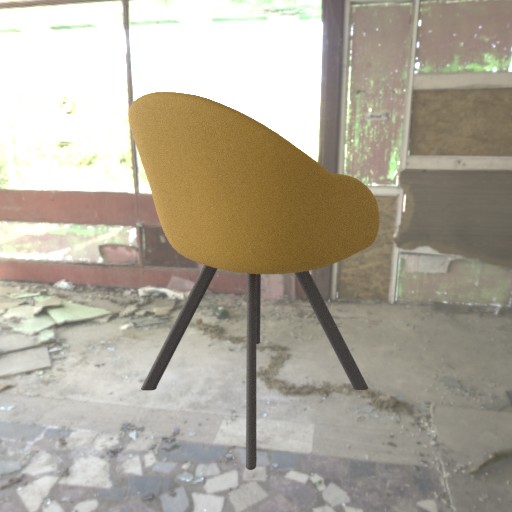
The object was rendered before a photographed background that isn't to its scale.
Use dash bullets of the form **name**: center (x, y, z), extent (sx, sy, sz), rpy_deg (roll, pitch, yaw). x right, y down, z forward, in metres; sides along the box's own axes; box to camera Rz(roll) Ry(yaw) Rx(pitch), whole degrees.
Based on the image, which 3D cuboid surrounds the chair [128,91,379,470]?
- **chair**: center (0.000, 0.000, 1.192), extent (0.583, 0.793, 0.551), rpy_deg (-14, 20, -43)
